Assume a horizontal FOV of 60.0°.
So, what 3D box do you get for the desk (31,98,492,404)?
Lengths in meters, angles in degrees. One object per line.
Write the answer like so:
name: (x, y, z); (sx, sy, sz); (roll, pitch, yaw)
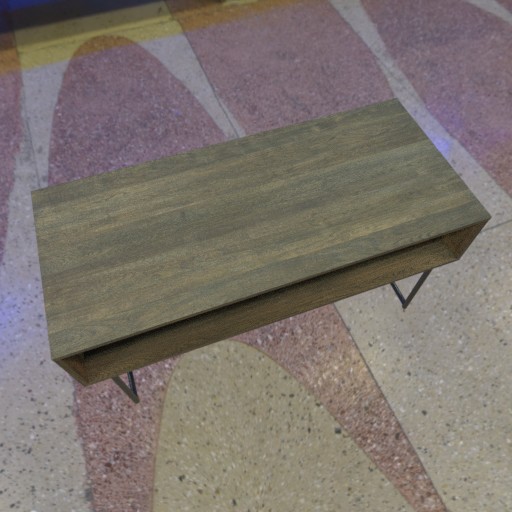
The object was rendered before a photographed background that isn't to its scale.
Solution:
desk: (0.000, 0.000, 2.015); (1.600, 0.780, 0.730); (-17, 60, -10)
